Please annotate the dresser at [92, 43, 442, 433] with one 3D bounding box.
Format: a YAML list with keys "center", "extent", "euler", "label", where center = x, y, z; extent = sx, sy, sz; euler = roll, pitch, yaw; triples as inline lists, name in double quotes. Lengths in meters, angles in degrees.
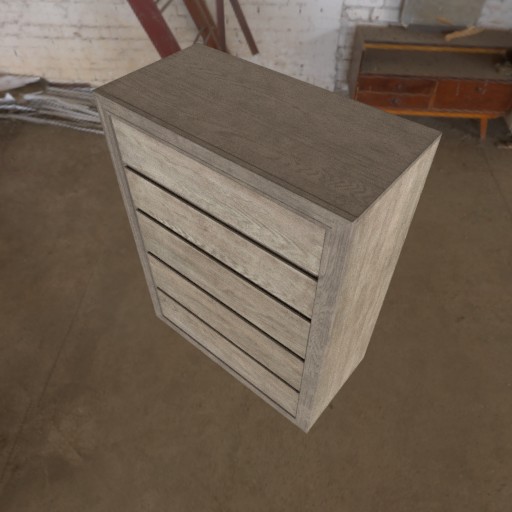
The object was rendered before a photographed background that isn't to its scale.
- center: [0.000, 0.000, 1.808]
  extent: [0.967, 1.295, 0.483]
  euler: [31, 55, 26]
  label: "dresser"
